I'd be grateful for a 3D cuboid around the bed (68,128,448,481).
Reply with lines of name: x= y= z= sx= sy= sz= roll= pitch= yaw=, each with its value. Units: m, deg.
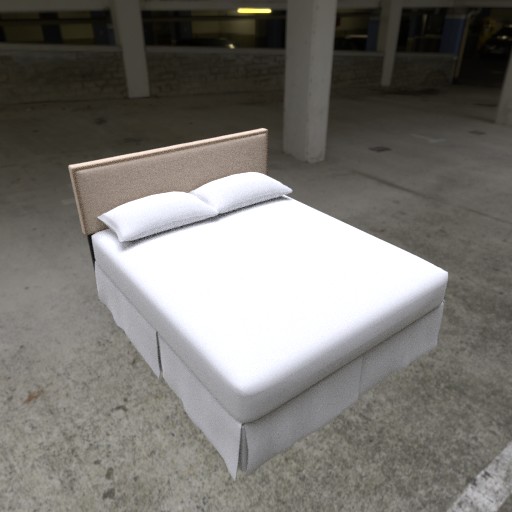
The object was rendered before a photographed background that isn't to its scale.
bed: x=0.000 y=0.000 z=2.824 sx=1.616 sy=1.016 sz=1.876 roll=-21 pitch=36 yaw=-32
